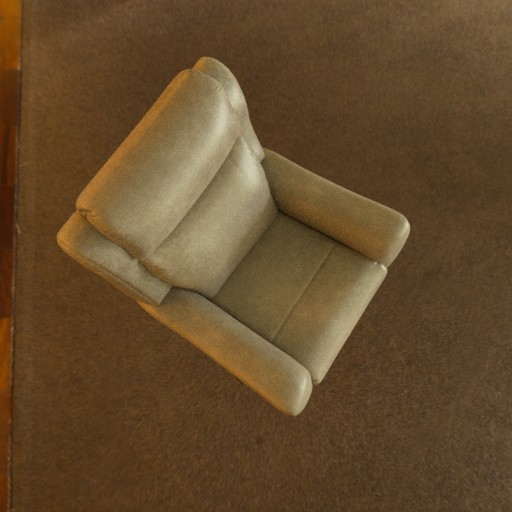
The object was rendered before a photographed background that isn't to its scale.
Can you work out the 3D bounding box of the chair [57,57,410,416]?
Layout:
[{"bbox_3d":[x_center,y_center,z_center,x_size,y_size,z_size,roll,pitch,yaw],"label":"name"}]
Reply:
[{"bbox_3d":[0.000,0.000,1.890,1.068,1.116,0.967,33,78,8],"label":"chair"}]
